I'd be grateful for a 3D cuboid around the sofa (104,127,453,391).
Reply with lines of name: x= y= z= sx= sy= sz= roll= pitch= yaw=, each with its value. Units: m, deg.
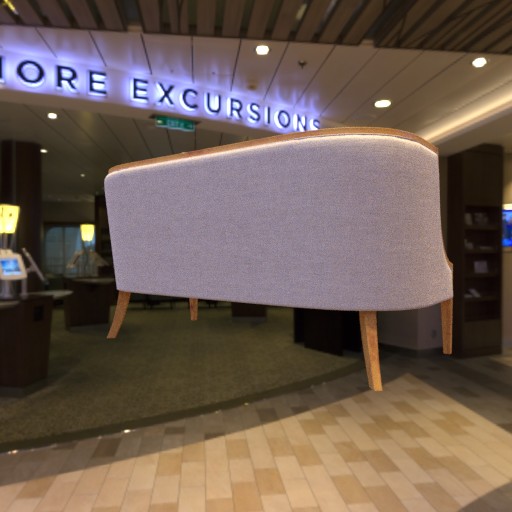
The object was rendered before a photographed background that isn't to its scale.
sofa: x=0.000 y=0.000 z=1.921 sx=1.474 sy=0.775 sz=0.770 roll=1 pitch=1 yaw=37
